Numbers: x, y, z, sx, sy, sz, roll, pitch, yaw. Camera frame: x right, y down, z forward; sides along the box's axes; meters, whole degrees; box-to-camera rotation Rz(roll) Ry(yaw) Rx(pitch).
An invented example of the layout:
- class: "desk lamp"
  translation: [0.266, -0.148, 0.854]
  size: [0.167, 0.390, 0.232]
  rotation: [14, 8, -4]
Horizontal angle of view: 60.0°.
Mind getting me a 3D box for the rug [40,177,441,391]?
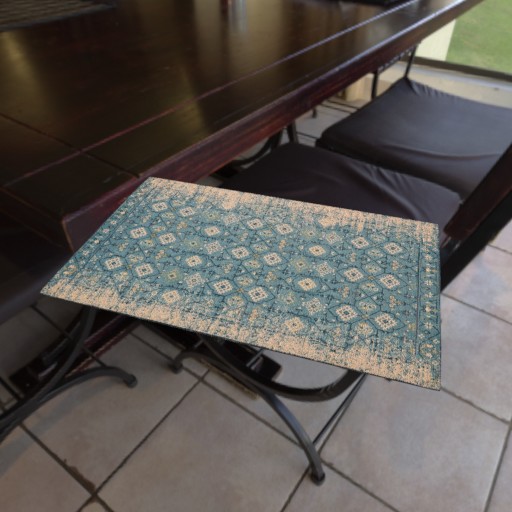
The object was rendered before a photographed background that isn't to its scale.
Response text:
- class: "rug"
  translation: [0.000, 0.000, 2.261]
  size: [1.795, 0.008, 1.102]
  rotation: [11, 42, 13]
